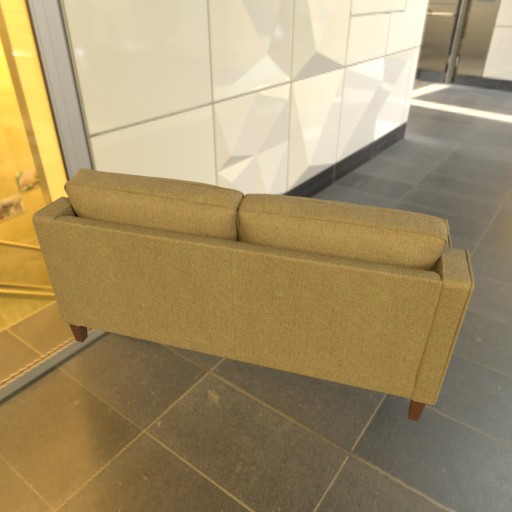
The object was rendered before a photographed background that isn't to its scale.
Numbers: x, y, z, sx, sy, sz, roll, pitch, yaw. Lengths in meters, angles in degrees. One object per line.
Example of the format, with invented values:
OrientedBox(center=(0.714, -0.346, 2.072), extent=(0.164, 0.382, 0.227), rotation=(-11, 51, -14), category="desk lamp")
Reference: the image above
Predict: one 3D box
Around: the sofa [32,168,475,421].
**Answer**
OrientedBox(center=(0.000, 0.000, 2.687), extent=(2.181, 1.074, 1.073), rotation=(9, 32, 14), category="sofa")
